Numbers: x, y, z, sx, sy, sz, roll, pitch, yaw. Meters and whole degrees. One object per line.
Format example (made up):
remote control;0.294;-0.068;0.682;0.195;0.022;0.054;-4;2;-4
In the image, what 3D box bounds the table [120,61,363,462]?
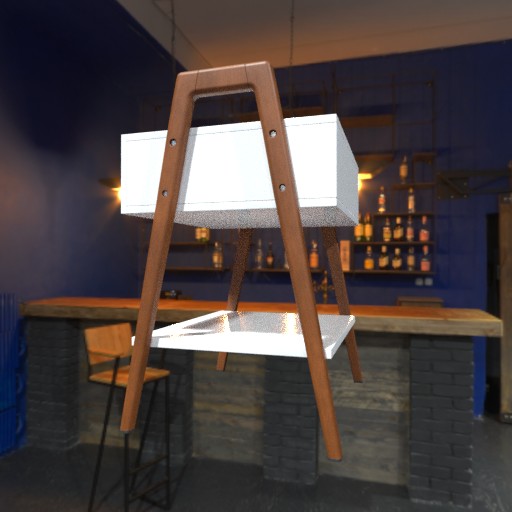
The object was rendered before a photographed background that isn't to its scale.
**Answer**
table;0.000;0.000;0.929;0.405;0.610;0.457;0;0;17
